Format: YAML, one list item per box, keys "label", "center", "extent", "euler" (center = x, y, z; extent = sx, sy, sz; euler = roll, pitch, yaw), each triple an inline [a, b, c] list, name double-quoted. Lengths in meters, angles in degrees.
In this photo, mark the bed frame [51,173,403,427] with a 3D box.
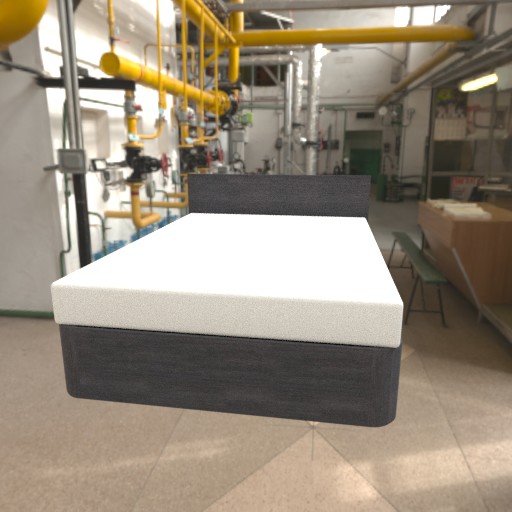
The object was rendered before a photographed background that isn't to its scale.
- label: "bed frame"
  center: [0.000, 0.000, 2.569]
  extent: [1.400, 0.800, 1.900]
  euler: [2, 15, 9]
